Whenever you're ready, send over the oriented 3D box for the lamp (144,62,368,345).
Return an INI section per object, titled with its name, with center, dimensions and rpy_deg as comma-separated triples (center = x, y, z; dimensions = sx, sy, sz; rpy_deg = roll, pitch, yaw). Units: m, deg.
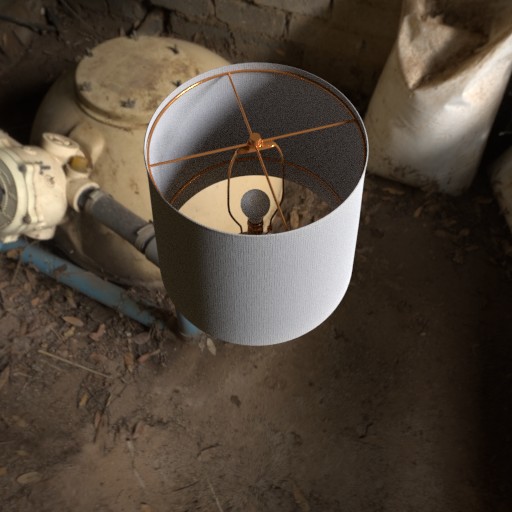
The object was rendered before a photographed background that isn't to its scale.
[lamp]
center = 0.000, 0.000, 0.446
dimensions = 0.189, 0.340, 0.189
rpy_deg = 0, 63, 0
